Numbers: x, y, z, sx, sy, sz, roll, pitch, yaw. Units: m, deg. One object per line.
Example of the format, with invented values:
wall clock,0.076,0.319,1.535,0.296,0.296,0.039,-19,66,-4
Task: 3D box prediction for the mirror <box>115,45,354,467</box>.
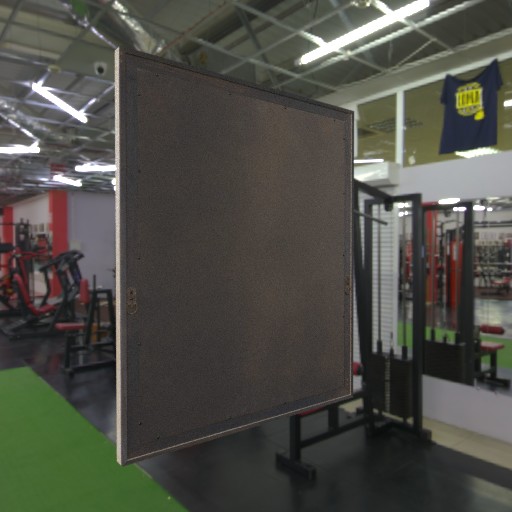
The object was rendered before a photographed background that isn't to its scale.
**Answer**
mirror,0.000,0.000,1.160,0.730,0.882,0.032,-1,1,-37
